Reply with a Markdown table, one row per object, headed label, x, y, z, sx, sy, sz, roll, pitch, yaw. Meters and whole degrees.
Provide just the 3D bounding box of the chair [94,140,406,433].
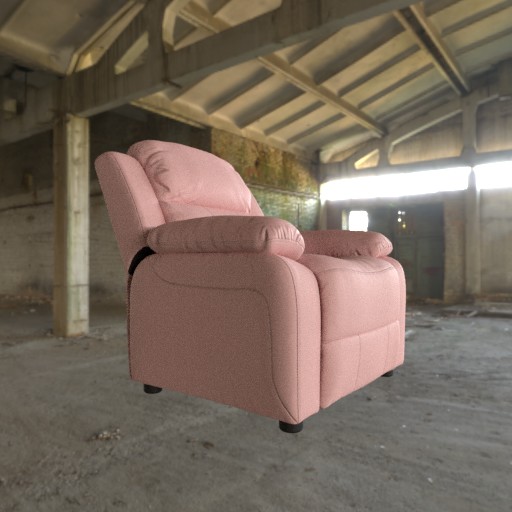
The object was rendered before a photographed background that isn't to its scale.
| label | x | y | z | sx | sy | sz | roll | pitch | yaw |
| --- | --- | --- | --- | --- | --- | --- | --- | --- | --- |
| chair | 0.000 | 0.000 | 1.260 | 0.709 | 0.702 | 0.680 | -1 | -1 | 36 |
